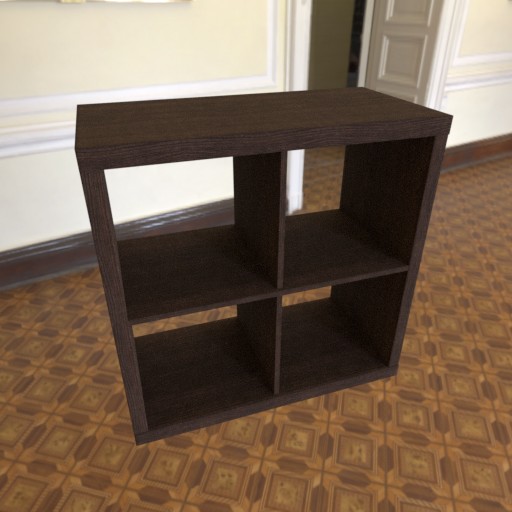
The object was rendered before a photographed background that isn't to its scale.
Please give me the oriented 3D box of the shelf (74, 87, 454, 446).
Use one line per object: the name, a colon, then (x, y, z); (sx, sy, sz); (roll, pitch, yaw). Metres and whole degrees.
shelf: (0.000, 0.000, 1.228); (0.790, 0.786, 0.390); (-10, 32, -16)
